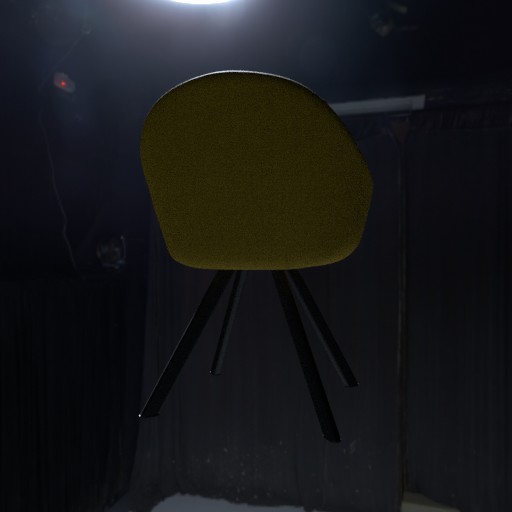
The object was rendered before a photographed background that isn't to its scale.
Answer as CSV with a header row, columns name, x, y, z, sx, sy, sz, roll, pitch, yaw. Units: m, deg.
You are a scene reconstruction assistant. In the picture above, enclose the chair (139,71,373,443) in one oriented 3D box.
name,x,y,z,sx,sy,sz,roll,pitch,yaw
chair,0.000,0.000,1.187,0.590,0.795,0.550,0,0,18
